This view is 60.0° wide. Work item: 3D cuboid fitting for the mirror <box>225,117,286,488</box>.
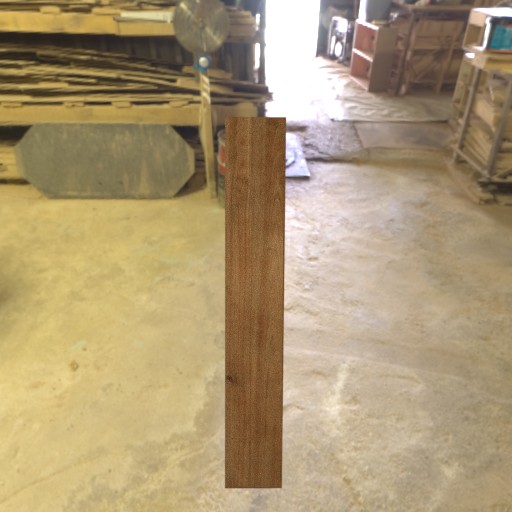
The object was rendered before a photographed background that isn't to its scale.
[{"bbox_3d":[0.000,0.000,0.875,0.100,0.548,0.631,0,35,1],"label":"mirror"}]
